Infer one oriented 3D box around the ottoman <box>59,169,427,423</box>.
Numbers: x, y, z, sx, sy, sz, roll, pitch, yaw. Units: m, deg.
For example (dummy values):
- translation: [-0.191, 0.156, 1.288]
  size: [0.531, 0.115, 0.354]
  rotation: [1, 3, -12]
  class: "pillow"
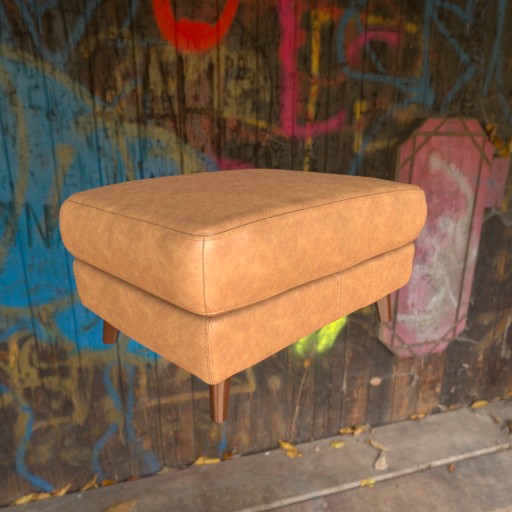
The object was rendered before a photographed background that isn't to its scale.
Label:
- translation: [0.000, 0.000, 1.254]
  size: [0.869, 0.461, 0.630]
  rotation: [-16, 23, -43]
  class: "ottoman"
